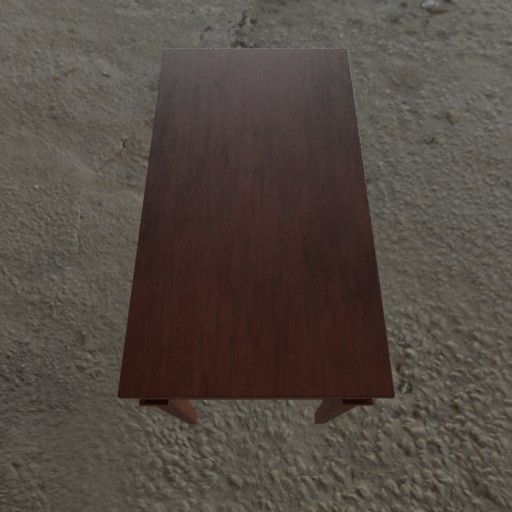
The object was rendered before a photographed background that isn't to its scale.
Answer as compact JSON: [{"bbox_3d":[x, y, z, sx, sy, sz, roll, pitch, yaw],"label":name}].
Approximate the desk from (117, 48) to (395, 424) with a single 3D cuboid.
[{"bbox_3d":[0.000,0.000,1.435,0.549,0.762,1.001,0,63,0],"label":"desk"}]
